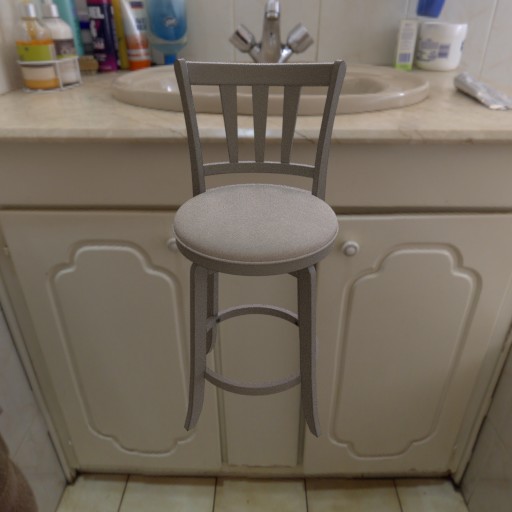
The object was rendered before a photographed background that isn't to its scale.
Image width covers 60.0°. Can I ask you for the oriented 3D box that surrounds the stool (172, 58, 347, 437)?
[{"bbox_3d":[0.000,0.000,1.259,0.450,0.994,0.486,2,30,3],"label":"stool"}]
